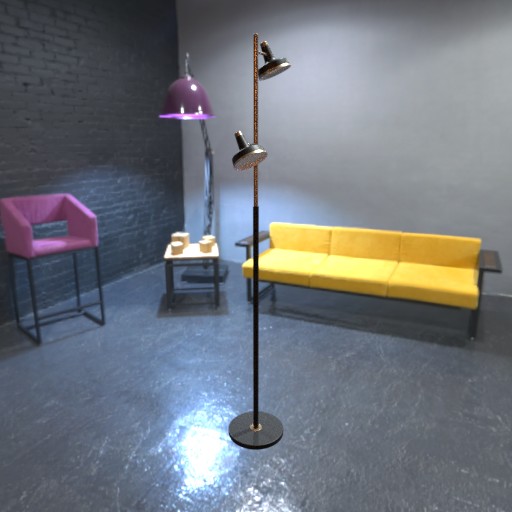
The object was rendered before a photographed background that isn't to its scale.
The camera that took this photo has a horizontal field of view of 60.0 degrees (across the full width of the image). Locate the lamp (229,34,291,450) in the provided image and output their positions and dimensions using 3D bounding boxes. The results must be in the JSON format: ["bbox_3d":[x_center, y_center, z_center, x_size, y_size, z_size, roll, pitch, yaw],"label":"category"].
[{"bbox_3d":[0.000,0.000,1.833,0.253,1.674,0.351,8,17,28],"label":"lamp"}]
